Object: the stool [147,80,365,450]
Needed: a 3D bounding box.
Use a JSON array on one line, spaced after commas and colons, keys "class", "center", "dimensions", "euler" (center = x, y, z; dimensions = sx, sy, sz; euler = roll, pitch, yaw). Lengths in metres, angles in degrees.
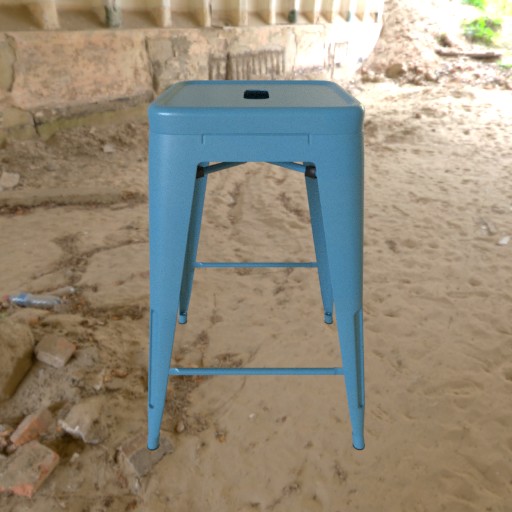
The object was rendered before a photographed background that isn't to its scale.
[{"class": "stool", "center": [0.000, 0.000, 0.864], "dimensions": [0.410, 0.608, 0.410], "euler": [0, 28, 0]}]
